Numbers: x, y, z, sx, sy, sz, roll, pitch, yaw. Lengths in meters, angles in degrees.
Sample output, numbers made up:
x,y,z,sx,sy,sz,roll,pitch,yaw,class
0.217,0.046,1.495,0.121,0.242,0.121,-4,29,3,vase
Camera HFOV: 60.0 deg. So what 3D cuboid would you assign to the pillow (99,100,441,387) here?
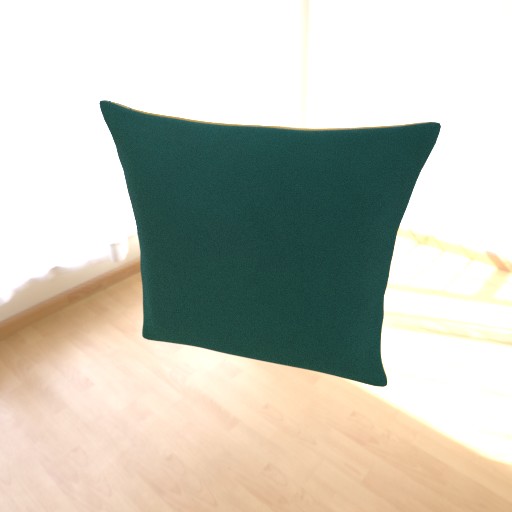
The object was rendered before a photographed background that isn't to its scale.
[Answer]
x,y,z,sx,sy,sz,roll,pitch,yaw,class
0.000,0.000,0.788,0.525,0.508,0.166,8,32,14,pillow
